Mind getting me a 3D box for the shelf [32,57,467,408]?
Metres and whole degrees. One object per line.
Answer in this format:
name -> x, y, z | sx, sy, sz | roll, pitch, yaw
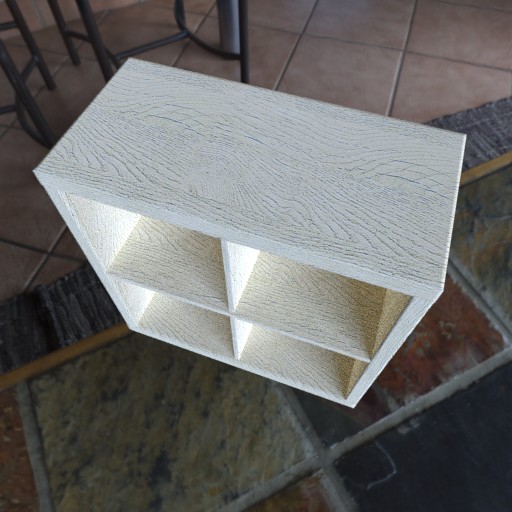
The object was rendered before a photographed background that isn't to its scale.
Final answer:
shelf -> 0.000, 0.000, 1.227 | 0.790, 0.786, 0.390 | 17, 59, 10
